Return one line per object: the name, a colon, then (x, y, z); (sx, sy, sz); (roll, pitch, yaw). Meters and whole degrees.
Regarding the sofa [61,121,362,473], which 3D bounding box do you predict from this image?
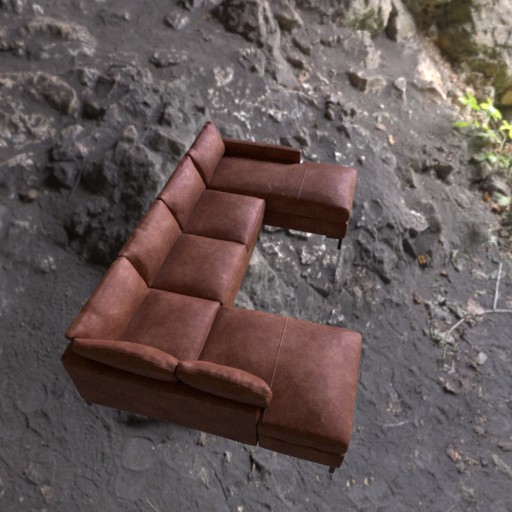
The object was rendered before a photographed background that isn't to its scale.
sofa: (0.000, 0.000, 3.853); (1.939, 0.900, 2.956); (11, 47, 10)
